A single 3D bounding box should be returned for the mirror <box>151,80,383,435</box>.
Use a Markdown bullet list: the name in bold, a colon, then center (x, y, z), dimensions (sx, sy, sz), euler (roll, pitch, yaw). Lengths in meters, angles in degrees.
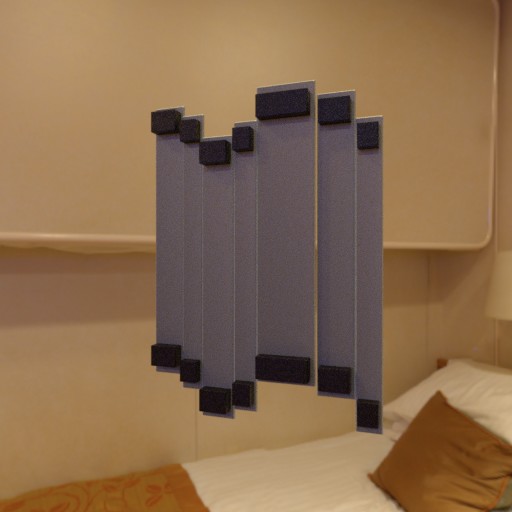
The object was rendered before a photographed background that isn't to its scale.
- **mirror**: center (0.000, 0.000, 0.807), dimensions (0.445, 0.611, 0.058), euler (0, 0, 19)
